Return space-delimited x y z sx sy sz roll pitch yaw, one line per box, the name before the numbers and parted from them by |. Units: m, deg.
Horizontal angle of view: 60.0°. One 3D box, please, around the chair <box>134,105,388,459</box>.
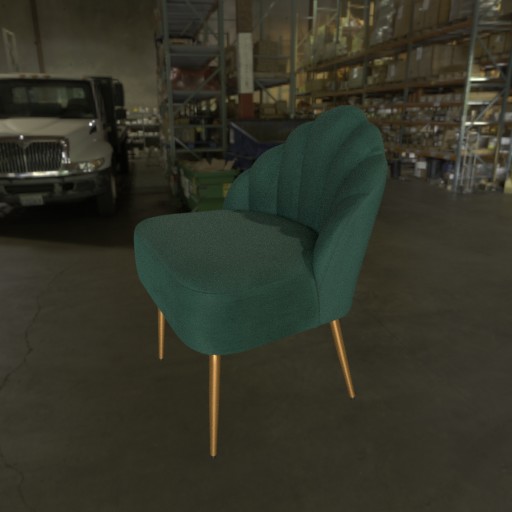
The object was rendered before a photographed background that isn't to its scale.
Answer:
chair | 0.000 0.000 1.263 0.599 0.819 0.657 -8 19 -25
